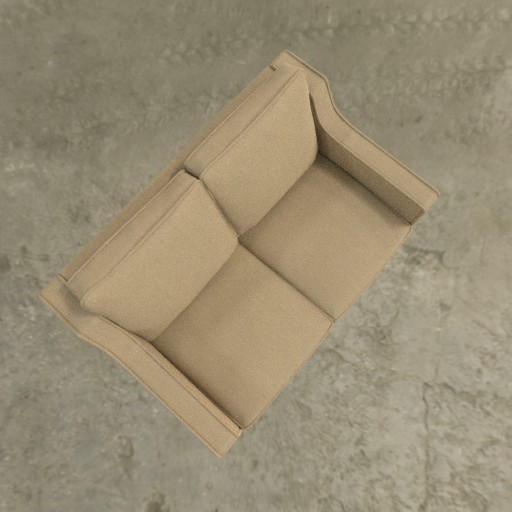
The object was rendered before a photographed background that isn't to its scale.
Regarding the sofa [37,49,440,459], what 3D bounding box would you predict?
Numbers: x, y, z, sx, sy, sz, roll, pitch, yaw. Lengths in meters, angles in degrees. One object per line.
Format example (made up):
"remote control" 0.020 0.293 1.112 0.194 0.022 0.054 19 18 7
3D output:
"sofa" 0.000 0.000 2.114 0.987 0.971 1.501 40 79 9
